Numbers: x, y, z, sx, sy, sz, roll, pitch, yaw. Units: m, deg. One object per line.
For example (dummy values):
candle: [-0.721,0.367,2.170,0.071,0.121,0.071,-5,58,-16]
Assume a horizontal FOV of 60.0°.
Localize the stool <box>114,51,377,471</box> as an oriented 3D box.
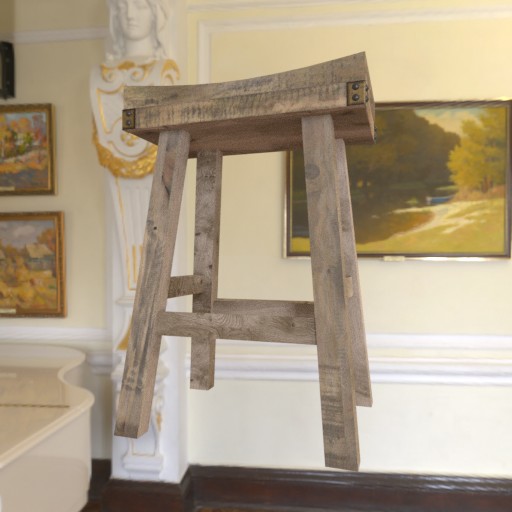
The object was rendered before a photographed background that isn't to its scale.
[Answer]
stool: [0.000,0.000,0.875,0.450,0.635,0.330,0,0,18]
